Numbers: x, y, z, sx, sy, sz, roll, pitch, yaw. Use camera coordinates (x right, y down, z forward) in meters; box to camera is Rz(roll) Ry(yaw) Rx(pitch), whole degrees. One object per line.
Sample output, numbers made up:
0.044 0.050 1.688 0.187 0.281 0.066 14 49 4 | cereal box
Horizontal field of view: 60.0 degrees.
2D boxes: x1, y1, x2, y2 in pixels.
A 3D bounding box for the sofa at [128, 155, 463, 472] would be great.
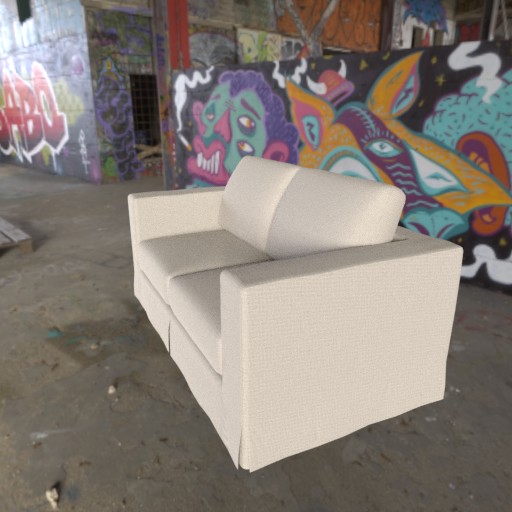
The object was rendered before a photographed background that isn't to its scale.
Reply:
0.000 0.000 2.383 1.009 0.932 1.813 -9 20 -25 | sofa
